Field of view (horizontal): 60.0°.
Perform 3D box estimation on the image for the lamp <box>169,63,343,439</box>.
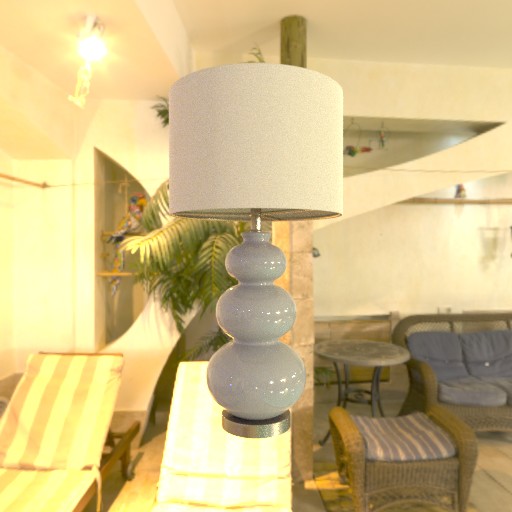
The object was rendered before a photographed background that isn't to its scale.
[{"bbox_3d":[0.000,0.000,0.956,0.367,0.730,0.367,0,1,2],"label":"lamp"}]
